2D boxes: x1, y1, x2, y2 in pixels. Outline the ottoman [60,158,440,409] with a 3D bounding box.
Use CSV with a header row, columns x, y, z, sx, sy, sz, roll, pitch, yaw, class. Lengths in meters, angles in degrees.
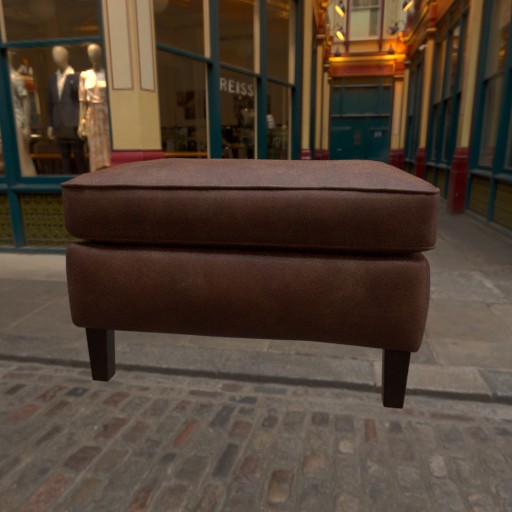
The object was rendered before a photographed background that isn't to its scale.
x,y,z,sx,sy,sz,roll,pitch,yaw,class
0.000,0.000,0.982,0.665,0.418,0.501,2,14,9,ottoman
